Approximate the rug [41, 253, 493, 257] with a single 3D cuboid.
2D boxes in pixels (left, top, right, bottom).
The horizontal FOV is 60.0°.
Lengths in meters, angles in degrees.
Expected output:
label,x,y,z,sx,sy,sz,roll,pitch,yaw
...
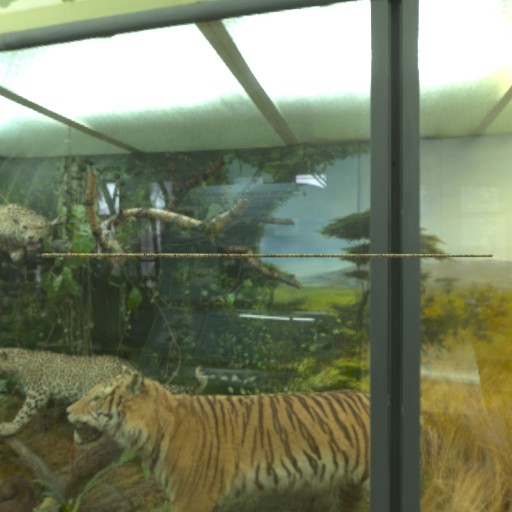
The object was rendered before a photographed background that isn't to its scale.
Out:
label,x,y,z,sx,sy,sz,roll,pitch,yaw
rug,0.000,0.000,2.293,1.846,0.014,1.243,0,0,-17
